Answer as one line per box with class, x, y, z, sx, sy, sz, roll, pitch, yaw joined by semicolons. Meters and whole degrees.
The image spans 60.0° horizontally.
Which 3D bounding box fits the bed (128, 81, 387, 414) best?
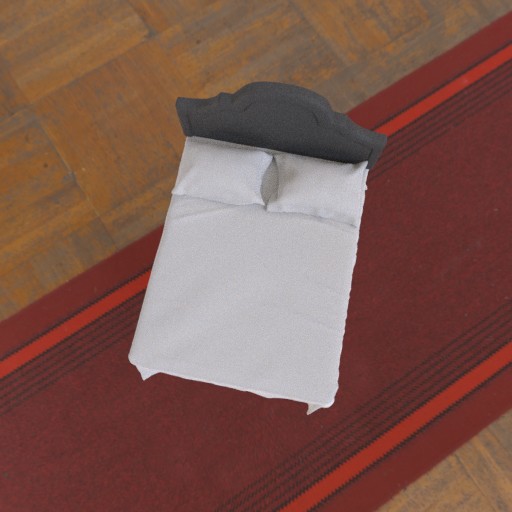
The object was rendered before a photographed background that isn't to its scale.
bed;0.000;0.000;3.439;1.780;1.634;2.222;11;76;3
